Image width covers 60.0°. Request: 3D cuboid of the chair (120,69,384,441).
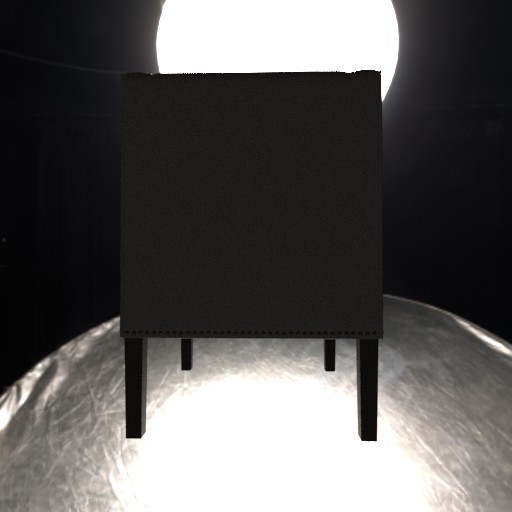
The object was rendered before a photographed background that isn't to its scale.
[{"bbox_3d":[0.000,0.000,1.391,0.631,0.867,0.747,0,-1,2],"label":"chair"}]
